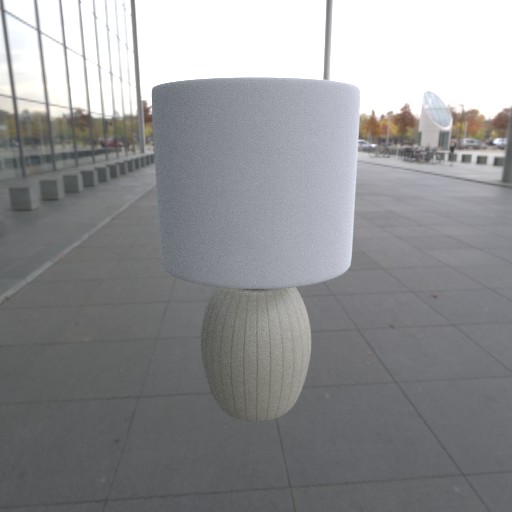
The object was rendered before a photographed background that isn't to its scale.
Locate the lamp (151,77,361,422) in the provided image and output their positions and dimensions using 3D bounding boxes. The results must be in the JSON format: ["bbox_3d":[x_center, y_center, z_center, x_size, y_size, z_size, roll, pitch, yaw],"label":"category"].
[{"bbox_3d":[0.000,0.000,0.780,0.329,0.570,0.329,3,15,10],"label":"lamp"}]
